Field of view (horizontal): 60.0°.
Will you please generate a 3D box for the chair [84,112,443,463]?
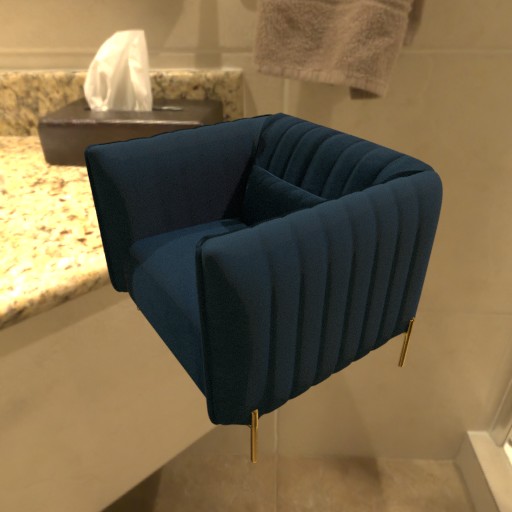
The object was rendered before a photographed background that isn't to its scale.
[{"bbox_3d":[0.000,0.000,1.630,0.877,0.793,0.947,-20,37,-29],"label":"chair"}]
